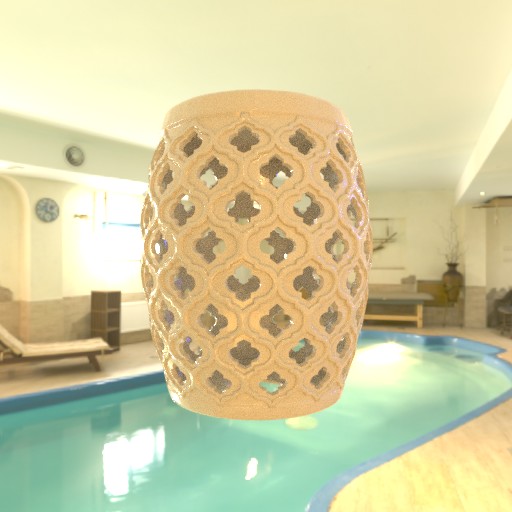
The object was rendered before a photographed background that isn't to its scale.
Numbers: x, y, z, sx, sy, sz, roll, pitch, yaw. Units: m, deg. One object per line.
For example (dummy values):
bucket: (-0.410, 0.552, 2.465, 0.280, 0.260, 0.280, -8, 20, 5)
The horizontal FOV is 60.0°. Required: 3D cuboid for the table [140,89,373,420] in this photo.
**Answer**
table: (0.000, 0.000, 0.638, 0.325, 0.388, 0.325, 0, 0, 0)
